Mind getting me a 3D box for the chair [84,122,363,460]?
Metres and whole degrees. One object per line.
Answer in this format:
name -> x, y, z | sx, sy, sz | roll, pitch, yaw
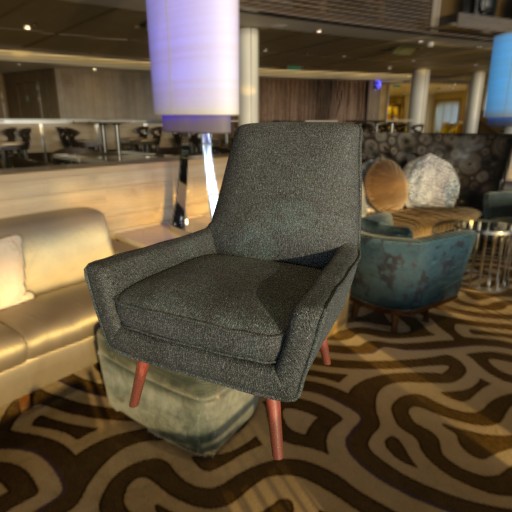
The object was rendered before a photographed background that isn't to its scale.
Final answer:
chair -> 0.000, 0.000, 1.525 | 0.763, 0.883, 0.859 | 8, 19, 26
